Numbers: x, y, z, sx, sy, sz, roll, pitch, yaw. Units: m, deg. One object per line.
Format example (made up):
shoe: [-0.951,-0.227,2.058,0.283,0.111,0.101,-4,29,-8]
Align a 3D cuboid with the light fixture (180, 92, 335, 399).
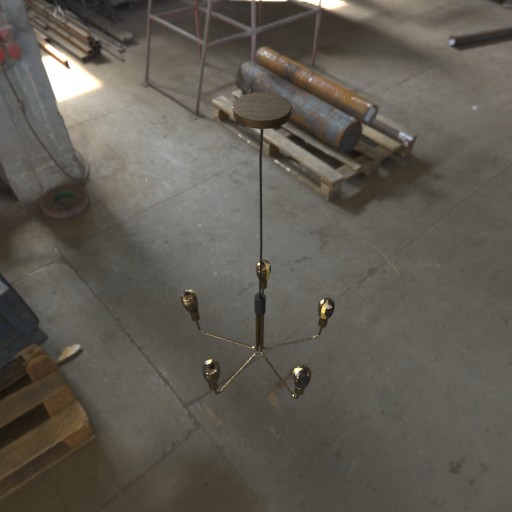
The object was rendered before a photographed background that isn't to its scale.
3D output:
light fixture: [0.000,0.000,1.418,0.588,1.059,0.532,3,47,2]
